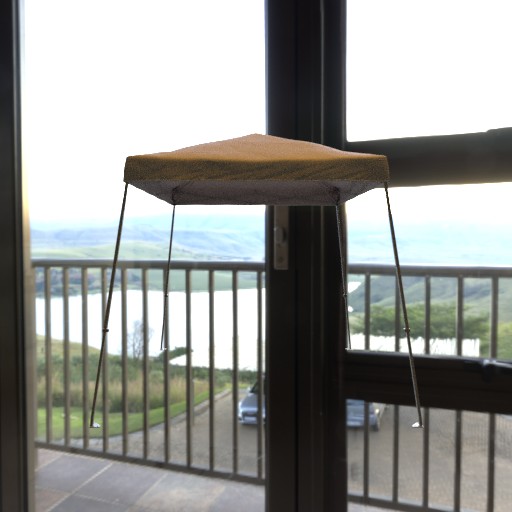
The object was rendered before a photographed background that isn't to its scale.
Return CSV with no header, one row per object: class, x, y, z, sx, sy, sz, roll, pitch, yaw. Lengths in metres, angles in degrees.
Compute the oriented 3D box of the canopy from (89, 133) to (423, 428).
canopy,0.000,0.000,5.155,2.848,2.849,2.849,0,1,0
